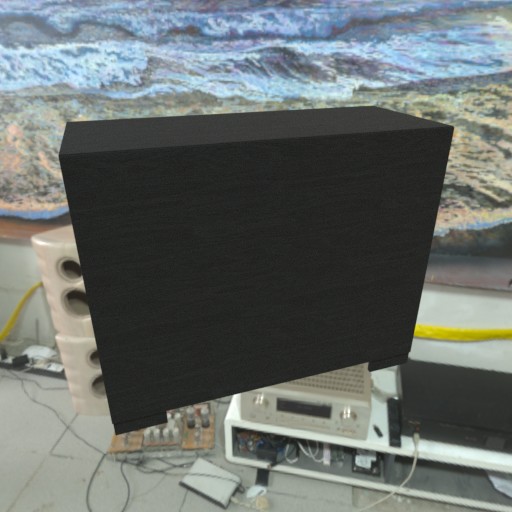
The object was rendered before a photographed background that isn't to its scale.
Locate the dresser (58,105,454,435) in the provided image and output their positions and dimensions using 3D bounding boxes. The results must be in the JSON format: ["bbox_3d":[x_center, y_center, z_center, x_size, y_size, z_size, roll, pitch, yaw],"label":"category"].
[{"bbox_3d":[0.000,0.000,1.406,0.994,0.816,0.404,-9,28,-17],"label":"dresser"}]
